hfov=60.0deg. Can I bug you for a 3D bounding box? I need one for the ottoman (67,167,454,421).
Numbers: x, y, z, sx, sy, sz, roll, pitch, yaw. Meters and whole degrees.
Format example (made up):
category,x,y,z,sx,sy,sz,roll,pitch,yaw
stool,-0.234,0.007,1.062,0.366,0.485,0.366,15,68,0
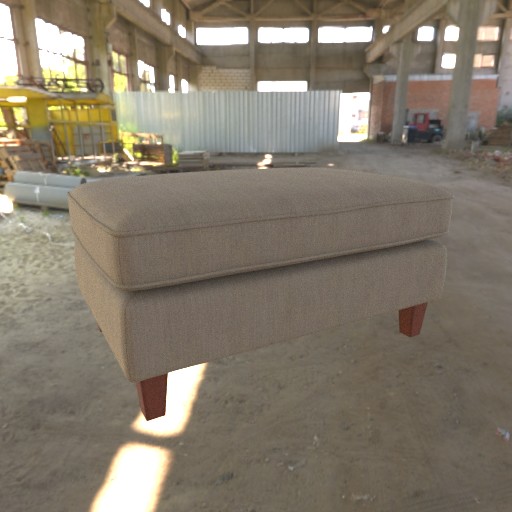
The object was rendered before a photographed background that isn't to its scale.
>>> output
category,x,y,z,sx,sy,sz,roll,pitch,yaw
ottoman,0.000,0.000,1.296,0.941,0.480,0.636,-9,19,-28
